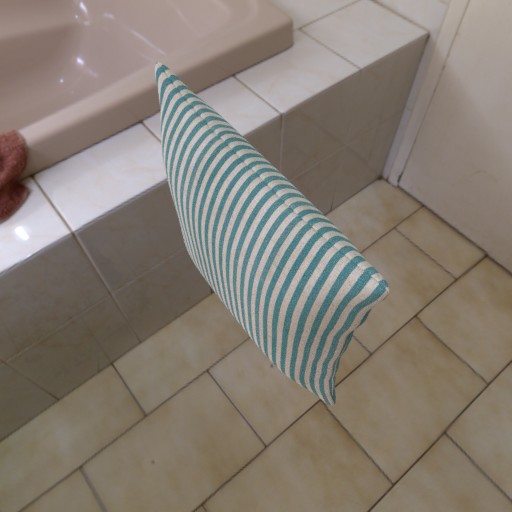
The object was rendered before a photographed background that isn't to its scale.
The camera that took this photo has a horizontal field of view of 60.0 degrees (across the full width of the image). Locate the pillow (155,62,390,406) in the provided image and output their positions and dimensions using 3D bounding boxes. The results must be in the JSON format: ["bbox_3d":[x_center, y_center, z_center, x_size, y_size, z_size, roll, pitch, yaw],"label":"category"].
[{"bbox_3d":[0.000,0.000,0.814,0.166,0.510,0.523,-32,63,-19],"label":"pillow"}]
